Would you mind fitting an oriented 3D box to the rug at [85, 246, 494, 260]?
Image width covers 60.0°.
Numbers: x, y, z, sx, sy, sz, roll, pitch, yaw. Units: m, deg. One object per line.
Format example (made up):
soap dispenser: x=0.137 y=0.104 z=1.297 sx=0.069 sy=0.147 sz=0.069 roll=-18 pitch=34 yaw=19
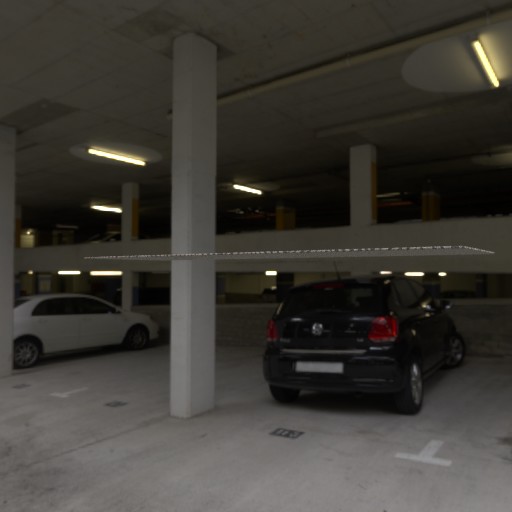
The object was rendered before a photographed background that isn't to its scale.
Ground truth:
rug: x=0.000 y=0.000 z=2.474 sx=2.277 sy=0.008 sz=0.676 roll=-1 pitch=-2 yaw=36
